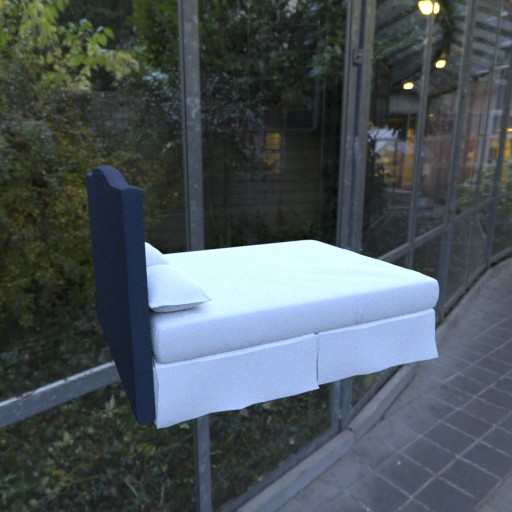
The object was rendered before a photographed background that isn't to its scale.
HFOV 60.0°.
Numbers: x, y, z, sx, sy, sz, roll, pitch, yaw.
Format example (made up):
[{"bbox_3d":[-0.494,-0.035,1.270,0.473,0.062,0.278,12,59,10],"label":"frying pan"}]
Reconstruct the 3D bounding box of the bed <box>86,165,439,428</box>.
[{"bbox_3d":[0.000,0.000,3.519,2.282,1.436,1.821,-6,15,-25],"label":"bed"}]
